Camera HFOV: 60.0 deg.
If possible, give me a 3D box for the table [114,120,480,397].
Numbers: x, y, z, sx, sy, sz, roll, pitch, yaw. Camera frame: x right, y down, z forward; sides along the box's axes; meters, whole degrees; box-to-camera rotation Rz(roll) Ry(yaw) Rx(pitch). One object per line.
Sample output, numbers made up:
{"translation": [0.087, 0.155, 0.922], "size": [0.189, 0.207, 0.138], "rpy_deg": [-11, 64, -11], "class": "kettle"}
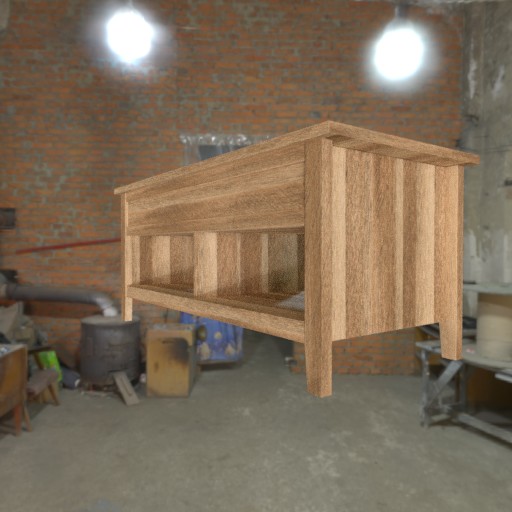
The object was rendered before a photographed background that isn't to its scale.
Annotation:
{"translation": [0.000, 0.000, 1.335], "size": [0.493, 0.480, 1.095], "rpy_deg": [-1, 1, -36], "class": "table"}
